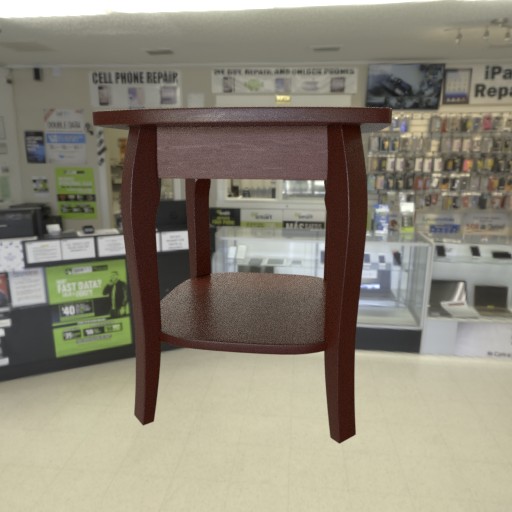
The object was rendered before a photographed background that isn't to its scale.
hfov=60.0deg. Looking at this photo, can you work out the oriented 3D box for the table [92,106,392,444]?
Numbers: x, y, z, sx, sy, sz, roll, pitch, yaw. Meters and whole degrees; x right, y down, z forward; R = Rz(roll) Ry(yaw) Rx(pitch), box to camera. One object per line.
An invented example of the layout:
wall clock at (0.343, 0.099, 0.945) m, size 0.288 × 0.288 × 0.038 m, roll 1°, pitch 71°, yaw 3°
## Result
table at (0.000, 0.000, 0.840) m, size 0.433 × 0.496 × 0.502 m, roll 2°, pitch 14°, yaw 8°
